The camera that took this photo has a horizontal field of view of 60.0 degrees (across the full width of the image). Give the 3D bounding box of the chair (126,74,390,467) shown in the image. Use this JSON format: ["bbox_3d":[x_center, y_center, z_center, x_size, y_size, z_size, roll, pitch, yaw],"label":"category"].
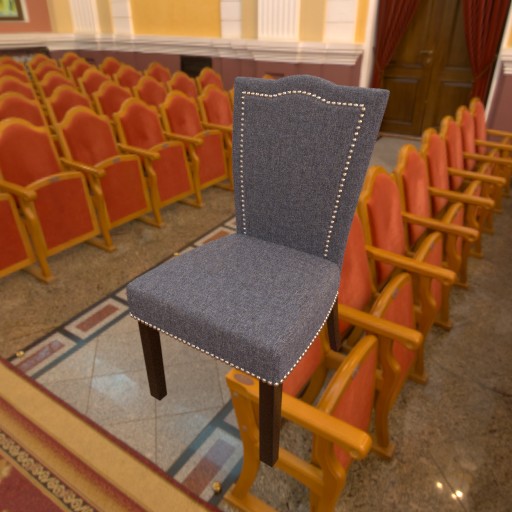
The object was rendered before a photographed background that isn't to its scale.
[{"bbox_3d":[0.000,0.000,1.307,0.518,0.946,0.589,18,34,29],"label":"chair"}]
